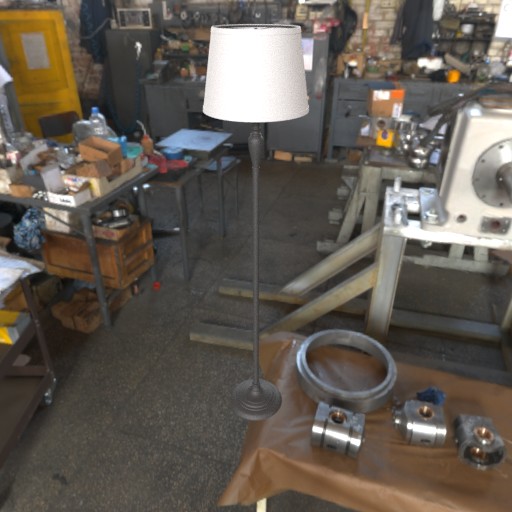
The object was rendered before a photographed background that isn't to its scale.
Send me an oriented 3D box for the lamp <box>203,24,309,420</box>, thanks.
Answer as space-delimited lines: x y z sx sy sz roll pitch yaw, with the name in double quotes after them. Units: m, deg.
0.000 0.000 1.636 0.327 1.506 0.327 -8 31 -14 "lamp"
